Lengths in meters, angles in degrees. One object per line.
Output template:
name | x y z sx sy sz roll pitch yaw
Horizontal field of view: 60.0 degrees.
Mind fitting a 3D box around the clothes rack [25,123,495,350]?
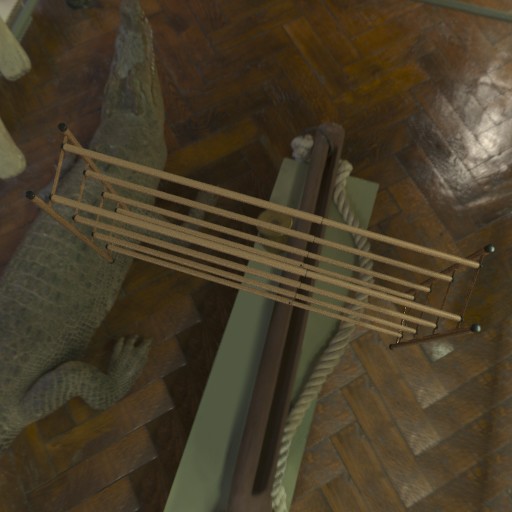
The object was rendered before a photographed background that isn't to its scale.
clothes rack | 0.000 0.000 1.431 1.168 0.672 0.229 17 75 4
